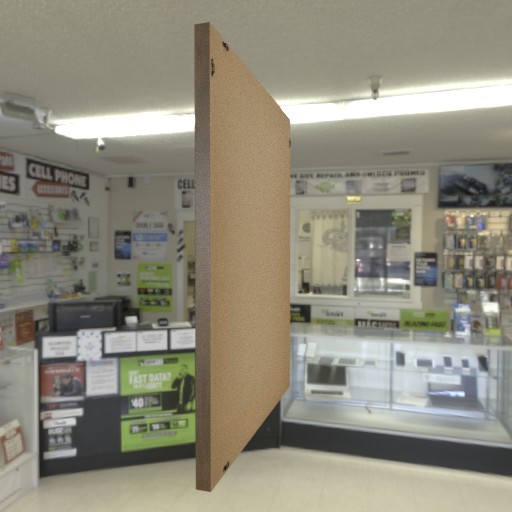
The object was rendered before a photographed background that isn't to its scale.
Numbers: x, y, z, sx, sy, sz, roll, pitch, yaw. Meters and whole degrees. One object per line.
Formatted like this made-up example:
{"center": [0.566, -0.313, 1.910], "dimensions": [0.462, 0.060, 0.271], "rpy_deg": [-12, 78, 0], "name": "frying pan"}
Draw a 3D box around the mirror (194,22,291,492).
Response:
{"center": [0.000, 0.000, 1.325], "dimensions": [0.041, 1.016, 0.762], "rpy_deg": [0, 1, 17], "name": "mirror"}
